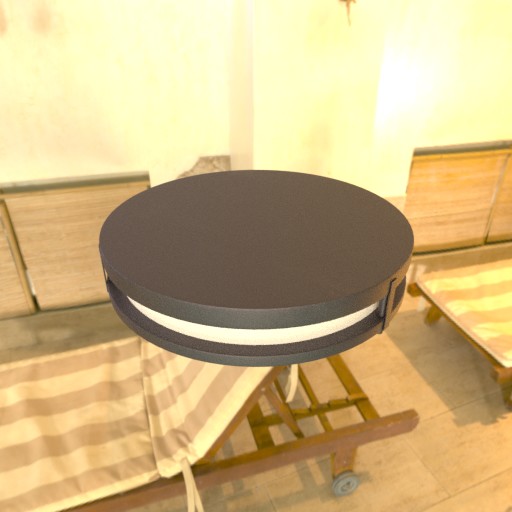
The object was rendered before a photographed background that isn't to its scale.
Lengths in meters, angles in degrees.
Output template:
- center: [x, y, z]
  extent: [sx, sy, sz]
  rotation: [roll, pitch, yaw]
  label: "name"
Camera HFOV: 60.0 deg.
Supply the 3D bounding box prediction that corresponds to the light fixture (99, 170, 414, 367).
- center: [0.000, 0.000, 0.545]
  extent: [0.356, 0.102, 0.356]
  rotation: [0, 30, 0]
  label: "light fixture"
